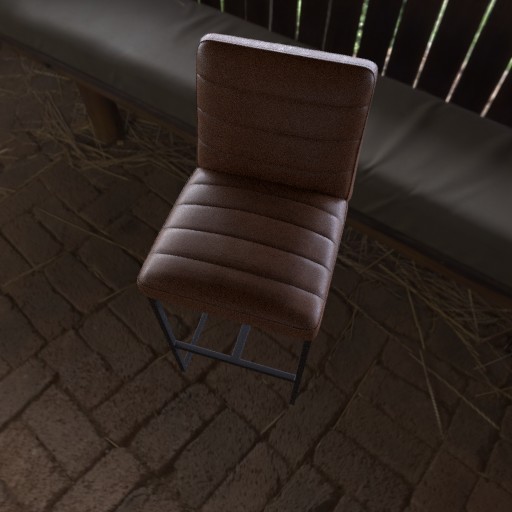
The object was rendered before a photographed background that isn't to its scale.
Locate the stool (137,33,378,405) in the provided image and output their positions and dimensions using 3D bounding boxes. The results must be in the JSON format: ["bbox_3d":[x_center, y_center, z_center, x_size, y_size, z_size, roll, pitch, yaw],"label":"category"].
[{"bbox_3d":[0.000,0.000,1.327,0.458,1.040,0.556,14,58,9],"label":"stool"}]
